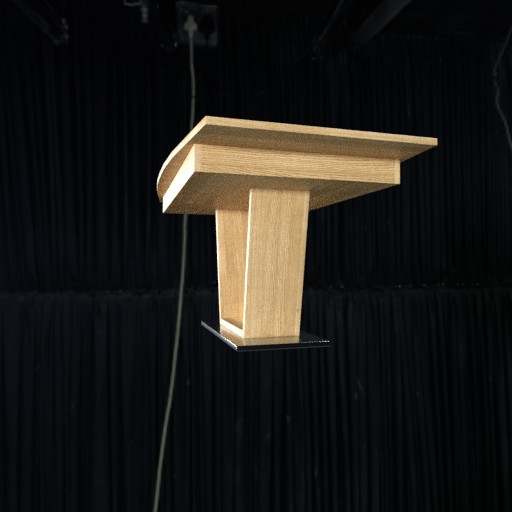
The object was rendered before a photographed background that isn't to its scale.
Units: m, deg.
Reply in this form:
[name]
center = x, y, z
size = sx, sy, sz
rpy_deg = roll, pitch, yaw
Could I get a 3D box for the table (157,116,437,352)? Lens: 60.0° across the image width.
[table]
center = 0.000, 0.000, 2.110
size = 0.900, 0.748, 1.598
rpy_deg = 0, -1, -17
